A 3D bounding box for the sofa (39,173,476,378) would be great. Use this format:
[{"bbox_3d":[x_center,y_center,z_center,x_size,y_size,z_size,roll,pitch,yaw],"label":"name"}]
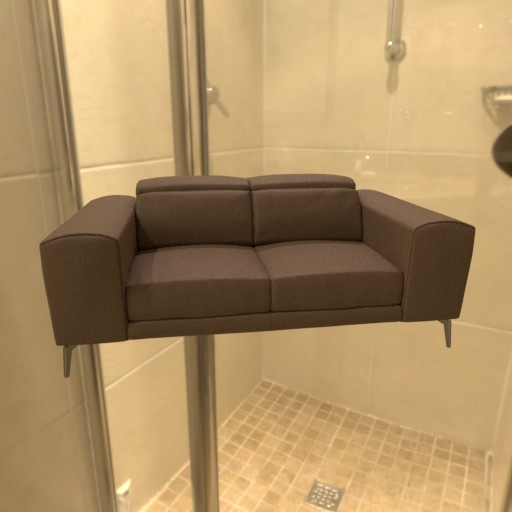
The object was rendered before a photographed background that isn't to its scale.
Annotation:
[{"bbox_3d":[0.000,0.000,2.387,1.895,0.779,1.003,-2,17,-8],"label":"sofa"}]
